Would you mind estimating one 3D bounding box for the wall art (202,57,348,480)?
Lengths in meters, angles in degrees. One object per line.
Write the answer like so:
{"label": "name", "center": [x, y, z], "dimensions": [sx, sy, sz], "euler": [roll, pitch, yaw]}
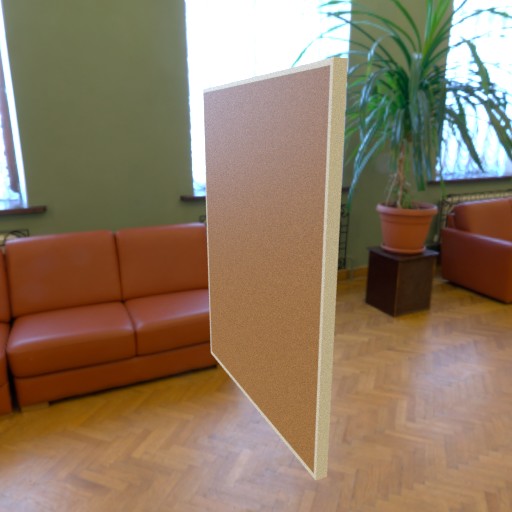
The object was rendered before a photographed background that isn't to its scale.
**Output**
{"label": "wall art", "center": [0.000, 0.000, 1.398], "dimensions": [0.039, 1.050, 0.795], "euler": [-8, 17, -25]}
